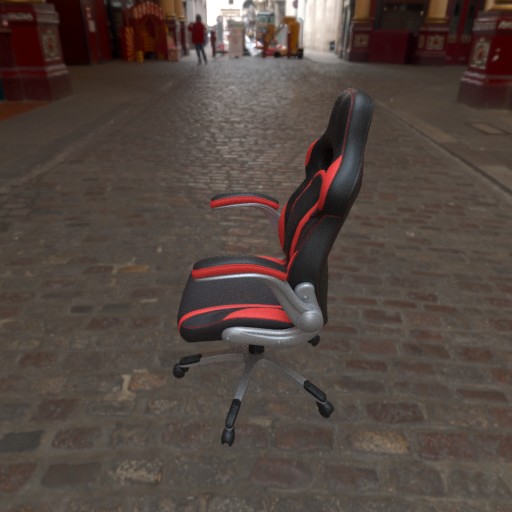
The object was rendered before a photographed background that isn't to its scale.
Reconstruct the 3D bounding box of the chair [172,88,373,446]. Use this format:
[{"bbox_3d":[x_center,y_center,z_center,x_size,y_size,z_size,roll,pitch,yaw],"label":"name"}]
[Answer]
[{"bbox_3d":[0.000,0.000,1.644,0.712,1.165,0.758,0,28,0],"label":"chair"}]
